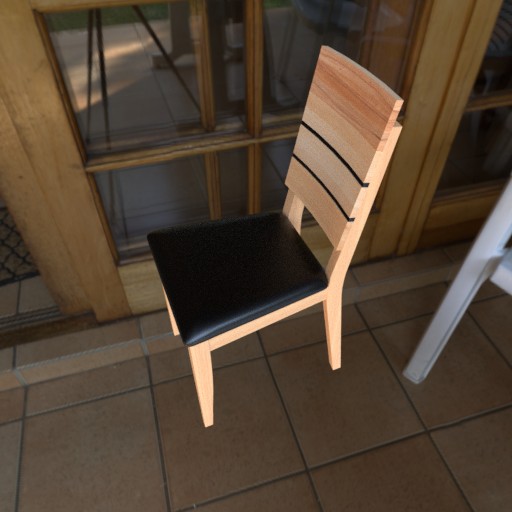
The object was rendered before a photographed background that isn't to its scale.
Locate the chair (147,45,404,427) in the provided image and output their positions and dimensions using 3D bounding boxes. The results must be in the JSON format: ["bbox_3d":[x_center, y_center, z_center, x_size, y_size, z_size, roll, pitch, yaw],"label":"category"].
[{"bbox_3d":[0.000,0.000,1.207,0.520,0.940,0.410,-16,47,-16],"label":"chair"}]
